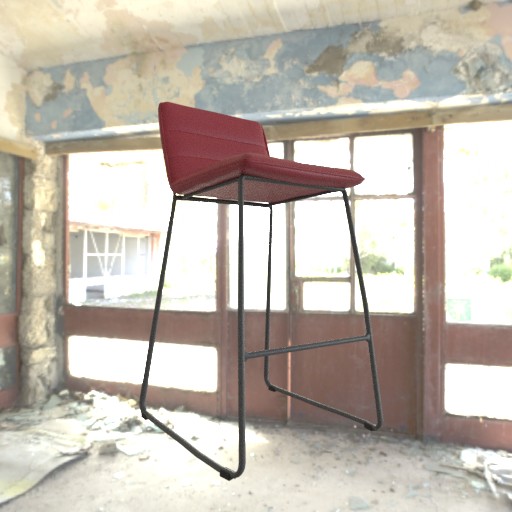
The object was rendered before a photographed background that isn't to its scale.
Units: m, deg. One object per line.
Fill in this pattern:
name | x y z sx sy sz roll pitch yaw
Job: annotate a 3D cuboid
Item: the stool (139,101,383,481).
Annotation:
stool | 0.000 0.000 1.245 0.489 0.937 0.524 0 -1 -36
